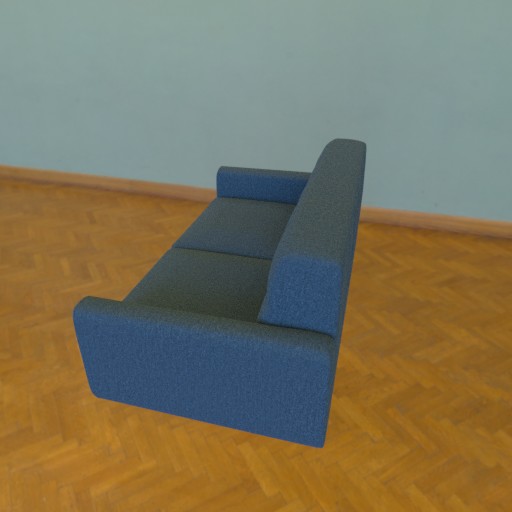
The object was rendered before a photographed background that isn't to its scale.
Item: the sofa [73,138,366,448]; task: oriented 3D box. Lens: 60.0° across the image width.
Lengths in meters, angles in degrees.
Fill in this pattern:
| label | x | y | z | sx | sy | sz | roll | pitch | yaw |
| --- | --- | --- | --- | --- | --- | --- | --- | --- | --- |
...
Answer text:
| label | x | y | z | sx | sy | sz | roll | pitch | yaw |
| --- | --- | --- | --- | --- | --- | --- | --- | --- | --- |
| sofa | 0.000 | 0.000 | 2.215 | 0.942 | 0.896 | 1.651 | 8 | 31 | 13 |
